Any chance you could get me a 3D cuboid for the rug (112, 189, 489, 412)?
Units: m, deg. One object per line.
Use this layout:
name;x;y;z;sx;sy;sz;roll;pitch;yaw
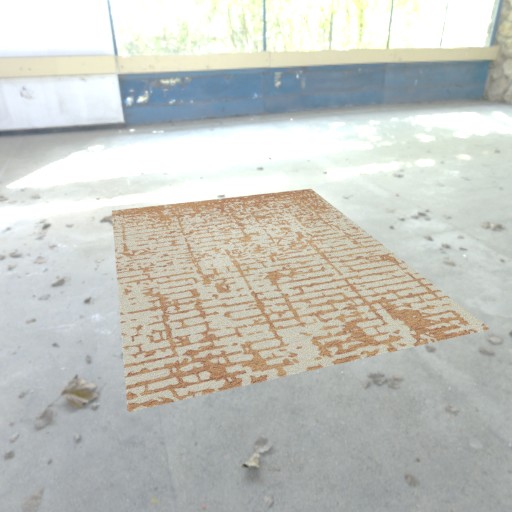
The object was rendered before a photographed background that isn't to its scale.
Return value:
rug;0.000;0.000;4.034;2.441;0.011;3.050;-8;29;-15
